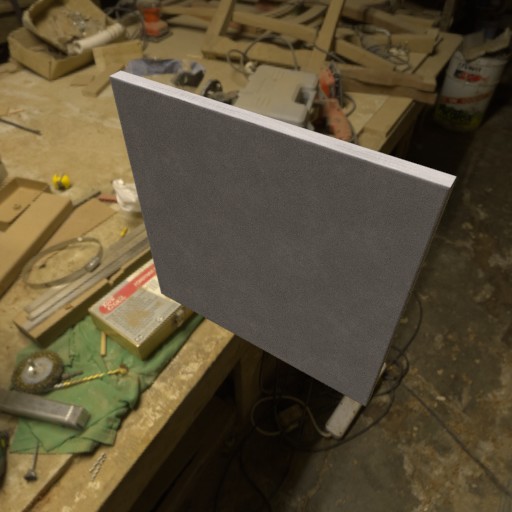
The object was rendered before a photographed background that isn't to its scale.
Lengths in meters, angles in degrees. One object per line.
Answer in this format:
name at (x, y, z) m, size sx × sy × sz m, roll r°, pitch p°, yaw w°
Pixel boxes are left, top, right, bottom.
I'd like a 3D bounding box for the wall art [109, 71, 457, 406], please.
wall art at (0.000, 0.000, 0.450) m, size 0.303 × 0.303 × 0.015 m, roll 25°, pitch 51°, yaw 22°
